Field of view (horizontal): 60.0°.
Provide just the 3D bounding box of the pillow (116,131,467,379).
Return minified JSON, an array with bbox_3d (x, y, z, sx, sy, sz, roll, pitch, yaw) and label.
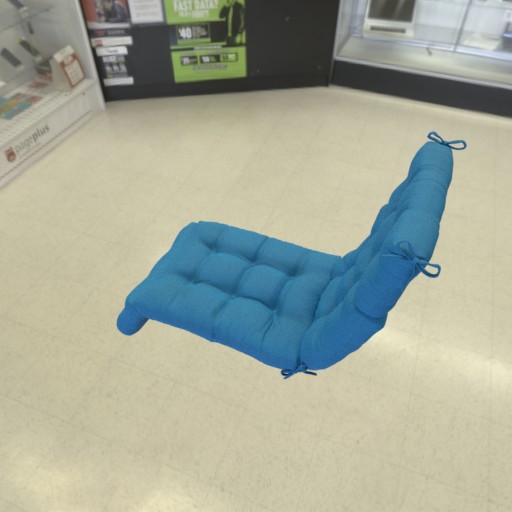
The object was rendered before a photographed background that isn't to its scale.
[{"bbox_3d":[0.000,0.000,1.460,1.016,0.863,0.526,18,49,16],"label":"pillow"}]
